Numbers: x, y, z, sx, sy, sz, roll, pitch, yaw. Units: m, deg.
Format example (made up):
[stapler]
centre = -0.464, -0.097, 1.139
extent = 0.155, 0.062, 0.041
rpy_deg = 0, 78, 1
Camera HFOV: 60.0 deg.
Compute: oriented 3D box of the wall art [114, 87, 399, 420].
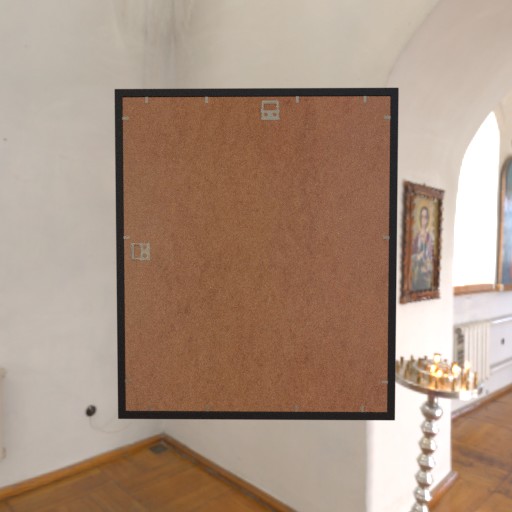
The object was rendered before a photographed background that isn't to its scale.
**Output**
[wall art]
centre = 0.000, 0.000, 0.891
extent = 0.559, 0.660, 0.018
rpy_deg = 0, 2, 1
